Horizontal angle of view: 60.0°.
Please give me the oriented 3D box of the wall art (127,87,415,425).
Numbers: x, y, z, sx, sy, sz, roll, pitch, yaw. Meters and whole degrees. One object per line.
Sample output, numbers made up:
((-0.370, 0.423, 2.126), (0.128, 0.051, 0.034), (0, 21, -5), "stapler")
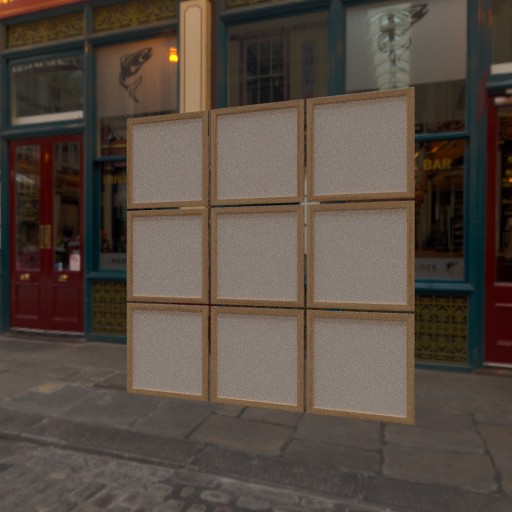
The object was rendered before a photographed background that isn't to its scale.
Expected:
((0.000, 0.000, 1.791), (1.206, 1.218, 0.013), (0, 0, 18), "wall art")
